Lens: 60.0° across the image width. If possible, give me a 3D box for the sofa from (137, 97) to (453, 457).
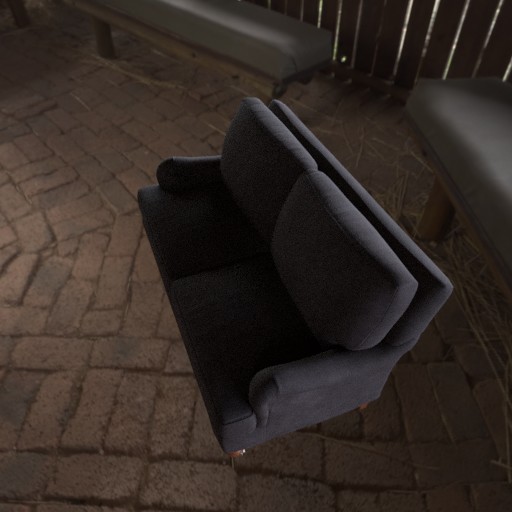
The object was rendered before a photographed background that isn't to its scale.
[{"bbox_3d":[0.000,0.000,2.595,1.084,1.101,1.853,-16,48,-15],"label":"sofa"}]
